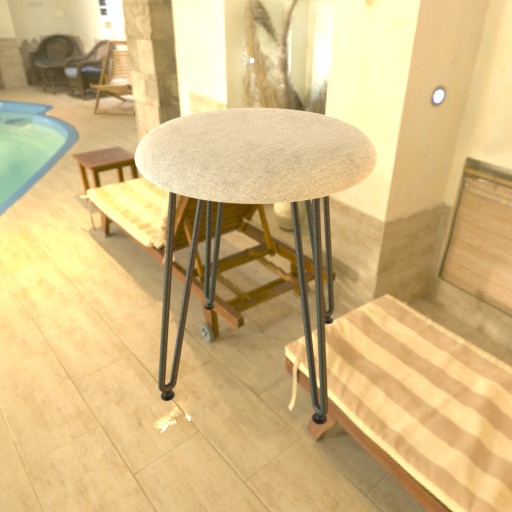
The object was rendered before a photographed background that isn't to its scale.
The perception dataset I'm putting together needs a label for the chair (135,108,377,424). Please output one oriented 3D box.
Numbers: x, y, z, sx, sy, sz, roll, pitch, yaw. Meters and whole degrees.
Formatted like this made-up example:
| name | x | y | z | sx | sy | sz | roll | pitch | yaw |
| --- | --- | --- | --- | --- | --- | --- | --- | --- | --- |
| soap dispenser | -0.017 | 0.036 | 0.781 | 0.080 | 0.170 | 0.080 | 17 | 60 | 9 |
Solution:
| name | x | y | z | sx | sy | sz | roll | pitch | yaw |
| --- | --- | --- | --- | --- | --- | --- | --- | --- | --- |
| chair | 0.000 | 0.000 | 0.659 | 0.350 | 0.386 | 0.350 | -19 | 35 | -29 |
